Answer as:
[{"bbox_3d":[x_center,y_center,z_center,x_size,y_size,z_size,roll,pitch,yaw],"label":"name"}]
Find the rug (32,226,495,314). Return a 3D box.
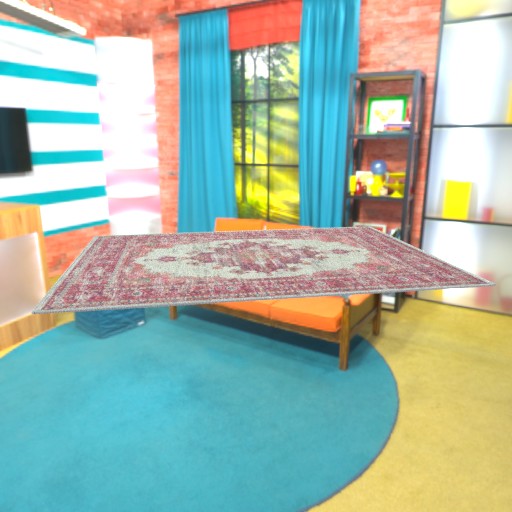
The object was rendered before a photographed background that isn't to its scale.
[{"bbox_3d":[0.000,0.000,2.824,2.232,0.011,1.555,-3,15,-9],"label":"rug"}]
